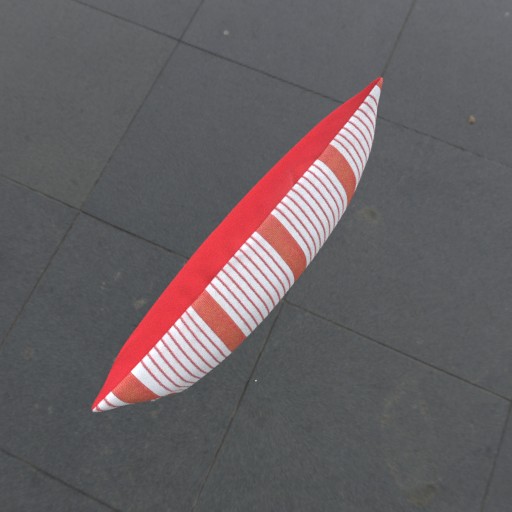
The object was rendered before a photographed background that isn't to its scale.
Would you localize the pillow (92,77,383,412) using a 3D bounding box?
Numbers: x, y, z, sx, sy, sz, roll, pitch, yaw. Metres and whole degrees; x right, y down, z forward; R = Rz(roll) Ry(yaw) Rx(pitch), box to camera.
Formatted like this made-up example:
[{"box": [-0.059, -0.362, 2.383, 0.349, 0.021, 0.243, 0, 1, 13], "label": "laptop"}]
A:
[{"box": [0.000, 0.000, 0.732, 0.151, 0.297, 0.608, 38, 78, 10], "label": "pillow"}]
